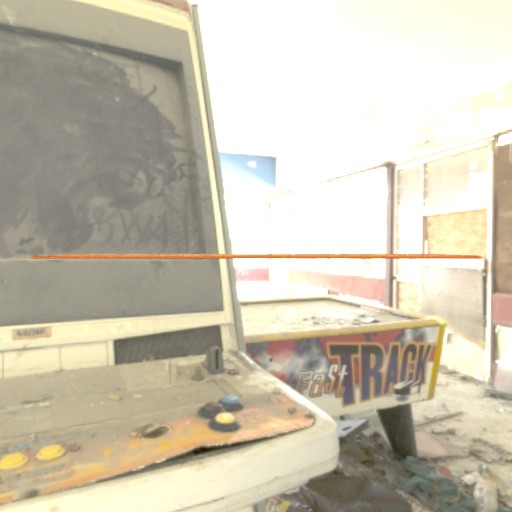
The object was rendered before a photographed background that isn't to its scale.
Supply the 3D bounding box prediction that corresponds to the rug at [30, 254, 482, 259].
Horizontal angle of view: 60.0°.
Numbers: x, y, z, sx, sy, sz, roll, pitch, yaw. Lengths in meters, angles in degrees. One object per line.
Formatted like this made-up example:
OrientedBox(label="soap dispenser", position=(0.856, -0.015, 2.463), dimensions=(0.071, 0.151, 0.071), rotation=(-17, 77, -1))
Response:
OrientedBox(label="rug", position=(0.000, 0.000, 2.545), dimensions=(2.274, 0.016, 0.651), rotation=(0, 1, 0))
